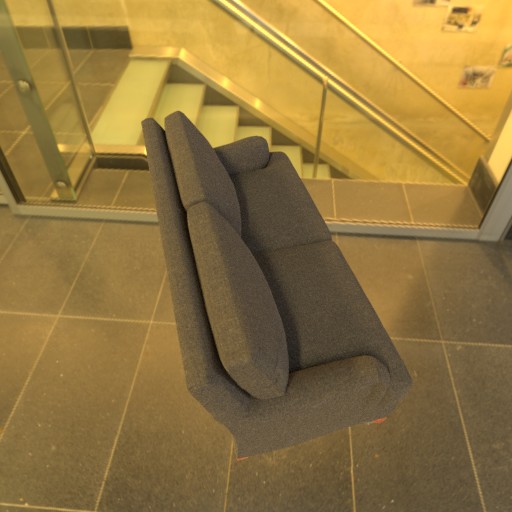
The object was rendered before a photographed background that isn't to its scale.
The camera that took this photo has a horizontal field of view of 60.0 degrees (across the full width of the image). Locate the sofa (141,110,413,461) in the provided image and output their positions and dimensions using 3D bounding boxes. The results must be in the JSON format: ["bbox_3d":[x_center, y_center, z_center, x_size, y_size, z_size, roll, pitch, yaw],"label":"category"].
[{"bbox_3d":[0.000,0.000,2.777,1.087,1.054,2.160,-11,47,-10],"label":"sofa"}]
